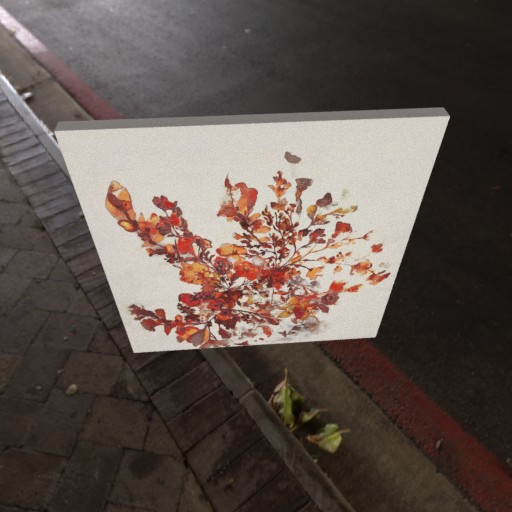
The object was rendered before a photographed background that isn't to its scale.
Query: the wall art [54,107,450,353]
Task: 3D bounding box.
[{"bbox_3d":[0.000,0.000,1.500,1.009,1.009,0.049,-3,46,-3],"label":"wall art"}]
